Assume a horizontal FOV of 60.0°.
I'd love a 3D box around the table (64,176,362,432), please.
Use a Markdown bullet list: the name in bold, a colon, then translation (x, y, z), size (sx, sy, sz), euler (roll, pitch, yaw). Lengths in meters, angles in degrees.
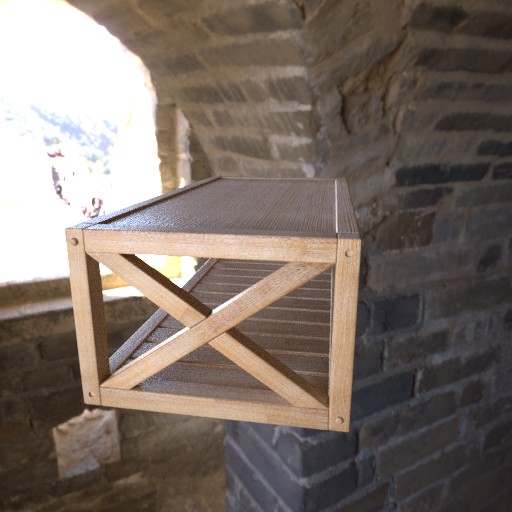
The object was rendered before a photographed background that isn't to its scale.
- **table**: translation (0.000, 0.000, 1.631), size (0.660, 0.457, 1.321), euler (3, 16, 9)
